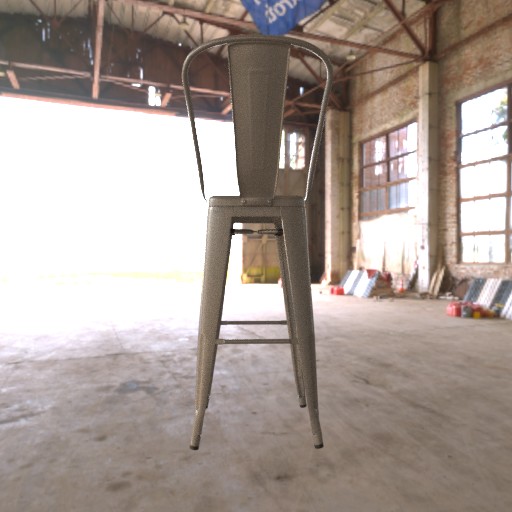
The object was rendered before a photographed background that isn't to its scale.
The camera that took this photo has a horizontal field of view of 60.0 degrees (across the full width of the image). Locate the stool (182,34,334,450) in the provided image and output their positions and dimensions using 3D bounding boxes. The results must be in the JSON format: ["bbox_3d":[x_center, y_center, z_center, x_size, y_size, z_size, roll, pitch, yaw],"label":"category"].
[{"bbox_3d":[0.000,0.000,1.347,0.399,1.096,0.513,0,0,-2],"label":"stool"}]
